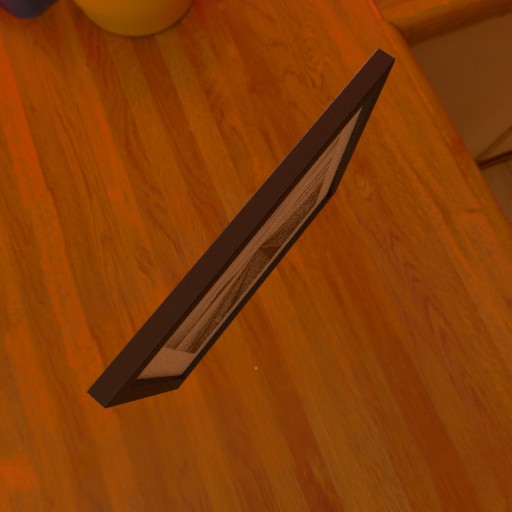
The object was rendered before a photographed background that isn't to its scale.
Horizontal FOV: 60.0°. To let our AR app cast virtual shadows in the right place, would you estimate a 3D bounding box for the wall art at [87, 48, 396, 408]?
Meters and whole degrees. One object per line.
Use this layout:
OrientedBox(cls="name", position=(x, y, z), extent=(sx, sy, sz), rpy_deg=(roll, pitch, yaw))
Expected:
OrientedBox(cls="wall art", position=(0.000, 0.000, 0.754), extent=(0.029, 0.458, 0.559), rpy_deg=(38, 79, 9))
